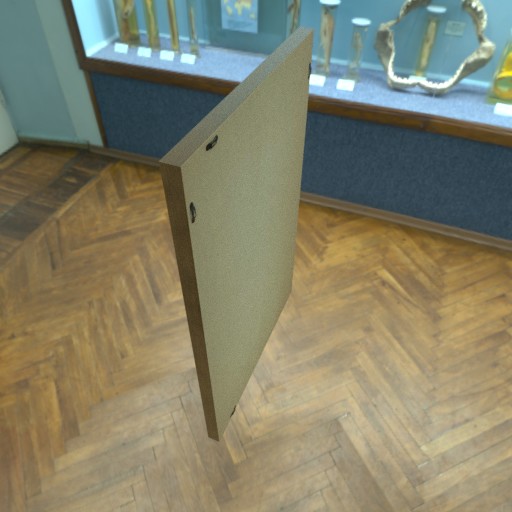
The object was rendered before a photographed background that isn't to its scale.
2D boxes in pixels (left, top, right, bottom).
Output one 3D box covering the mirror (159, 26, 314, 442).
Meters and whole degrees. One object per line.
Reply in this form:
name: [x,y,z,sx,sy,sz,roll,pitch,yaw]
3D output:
mirror: [0.000,0.000,1.136,0.040,0.915,0.609,17,47,16]
